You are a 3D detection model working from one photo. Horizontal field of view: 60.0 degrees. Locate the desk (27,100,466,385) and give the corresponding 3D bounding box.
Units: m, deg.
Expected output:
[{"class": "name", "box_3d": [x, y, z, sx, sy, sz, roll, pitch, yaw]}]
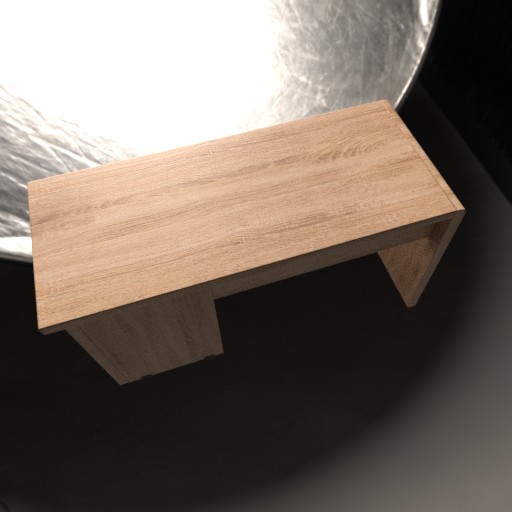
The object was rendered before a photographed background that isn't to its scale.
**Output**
[{"class": "desk", "box_3d": [0.000, 0.000, 1.646, 1.300, 0.750, 0.500, -16, 60, -9]}]
